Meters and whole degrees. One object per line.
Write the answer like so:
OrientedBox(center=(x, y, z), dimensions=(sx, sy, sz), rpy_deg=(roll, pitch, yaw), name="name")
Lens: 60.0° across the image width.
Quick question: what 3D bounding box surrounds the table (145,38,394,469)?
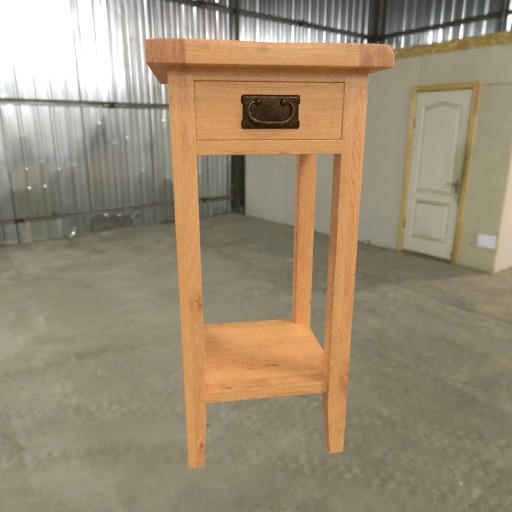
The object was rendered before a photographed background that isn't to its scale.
OrientedBox(center=(0.000, 0.000, 0.901), dimensions=(0.360, 0.740, 0.360), rpy_deg=(-3, 17, -8), name="table")
